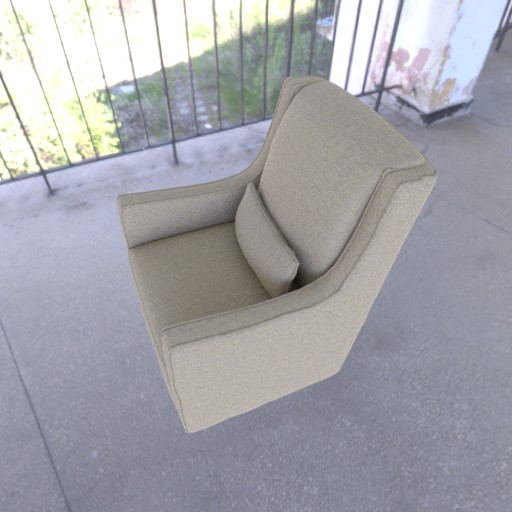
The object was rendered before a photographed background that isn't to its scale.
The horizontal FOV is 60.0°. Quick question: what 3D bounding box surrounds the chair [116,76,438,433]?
[{"bbox_3d":[0.000,0.000,1.617,0.879,0.993,0.732,-17,49,-16],"label":"chair"}]
